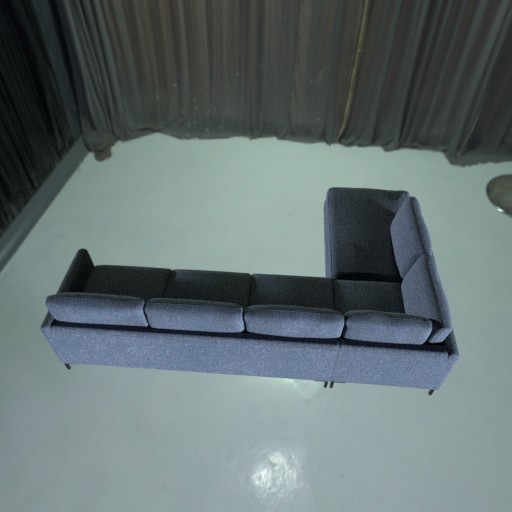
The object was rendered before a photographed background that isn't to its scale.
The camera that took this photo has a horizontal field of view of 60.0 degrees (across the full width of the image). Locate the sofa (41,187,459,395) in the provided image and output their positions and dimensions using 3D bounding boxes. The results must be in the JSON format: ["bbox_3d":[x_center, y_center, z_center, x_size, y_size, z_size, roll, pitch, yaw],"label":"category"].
[{"bbox_3d":[0.000,0.000,3.848,2.949,0.815,2.007,3,47,3],"label":"sofa"}]
